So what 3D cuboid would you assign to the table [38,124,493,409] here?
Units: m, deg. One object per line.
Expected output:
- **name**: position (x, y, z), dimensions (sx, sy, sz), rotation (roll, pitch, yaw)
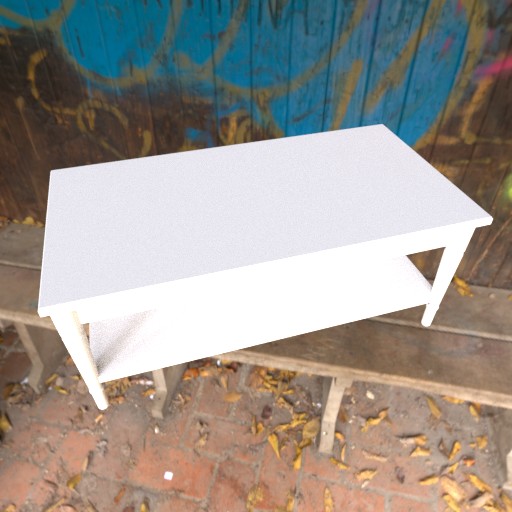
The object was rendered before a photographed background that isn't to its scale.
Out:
- **table**: position (0.000, 0.000, 1.338), dimensions (1.067, 0.457, 0.559), rotation (-11, 43, -12)
